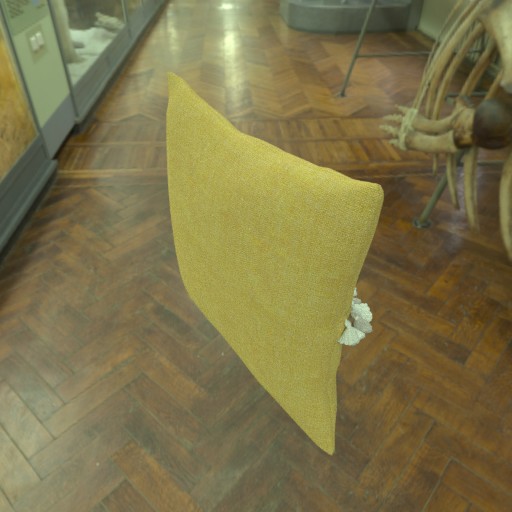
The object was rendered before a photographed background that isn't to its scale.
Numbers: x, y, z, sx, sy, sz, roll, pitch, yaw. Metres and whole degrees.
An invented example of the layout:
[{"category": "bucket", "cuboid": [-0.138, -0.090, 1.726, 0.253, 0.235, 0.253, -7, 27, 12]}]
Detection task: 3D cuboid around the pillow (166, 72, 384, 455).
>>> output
[{"category": "pillow", "cuboid": [0.000, 0.000, 0.723, 0.167, 0.481, 0.485, -23, 43, -26]}]
